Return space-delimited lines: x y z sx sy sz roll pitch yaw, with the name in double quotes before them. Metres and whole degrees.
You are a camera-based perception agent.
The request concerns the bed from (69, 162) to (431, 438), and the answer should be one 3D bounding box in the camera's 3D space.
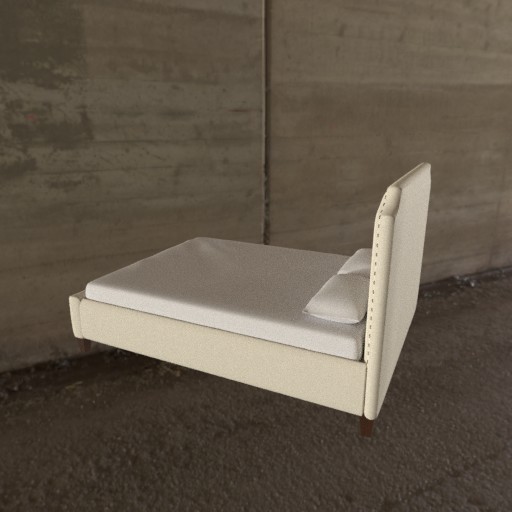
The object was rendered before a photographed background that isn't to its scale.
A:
"bed" 0.000 0.000 3.517 2.372 1.443 1.712 8 19 25
